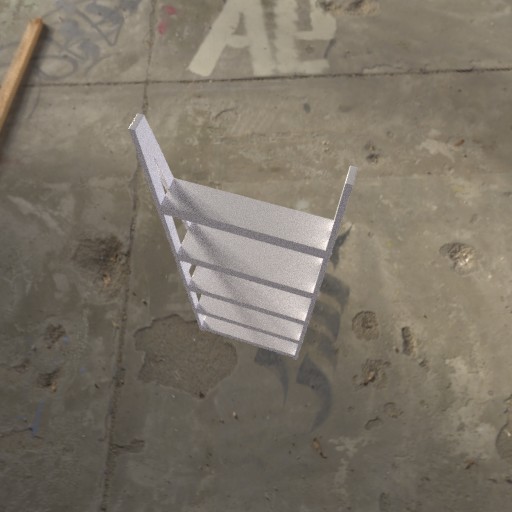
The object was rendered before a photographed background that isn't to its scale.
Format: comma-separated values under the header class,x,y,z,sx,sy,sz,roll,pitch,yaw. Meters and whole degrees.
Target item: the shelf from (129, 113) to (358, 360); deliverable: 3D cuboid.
class,x,y,z,sx,sy,sz,roll,pitch,yaw
shelf,0.000,0.000,2.043,0.636,1.779,0.341,16,64,8
